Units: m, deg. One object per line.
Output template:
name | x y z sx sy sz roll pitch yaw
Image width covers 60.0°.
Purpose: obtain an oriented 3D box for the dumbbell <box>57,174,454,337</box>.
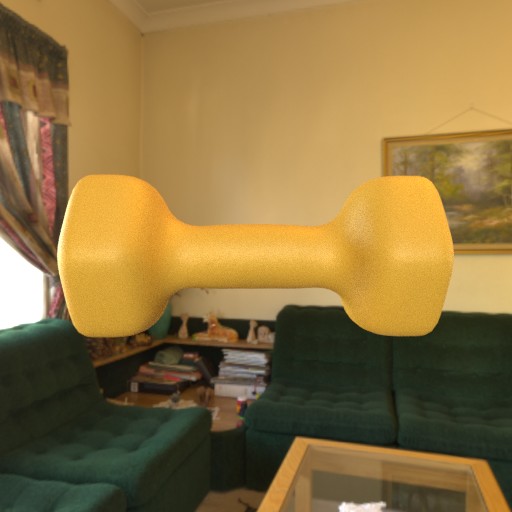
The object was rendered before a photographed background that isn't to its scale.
dumbbell | 0.000 0.000 0.237 0.190 0.082 0.090 0 0 -1
